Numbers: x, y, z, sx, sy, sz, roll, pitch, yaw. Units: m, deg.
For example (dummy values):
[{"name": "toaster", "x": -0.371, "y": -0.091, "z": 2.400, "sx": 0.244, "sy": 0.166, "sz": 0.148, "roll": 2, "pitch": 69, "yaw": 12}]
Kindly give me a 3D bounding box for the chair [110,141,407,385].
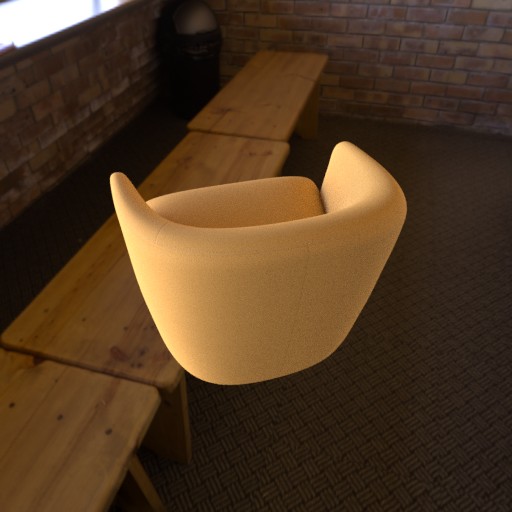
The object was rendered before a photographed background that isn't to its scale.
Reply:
[{"name": "chair", "x": 0.000, "y": 0.000, "z": 1.374, "sx": 0.773, "sy": 0.698, "sz": 0.767, "roll": -11, "pitch": 41, "yaw": -12}]
